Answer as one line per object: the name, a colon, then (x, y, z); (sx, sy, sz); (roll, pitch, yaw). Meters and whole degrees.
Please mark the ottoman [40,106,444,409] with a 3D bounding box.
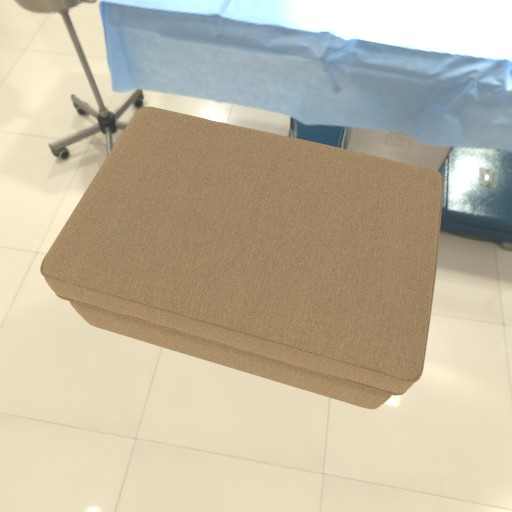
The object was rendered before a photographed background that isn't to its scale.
ottoman: (0.000, 0.000, 1.316); (0.945, 0.521, 0.636); (15, 61, 8)
